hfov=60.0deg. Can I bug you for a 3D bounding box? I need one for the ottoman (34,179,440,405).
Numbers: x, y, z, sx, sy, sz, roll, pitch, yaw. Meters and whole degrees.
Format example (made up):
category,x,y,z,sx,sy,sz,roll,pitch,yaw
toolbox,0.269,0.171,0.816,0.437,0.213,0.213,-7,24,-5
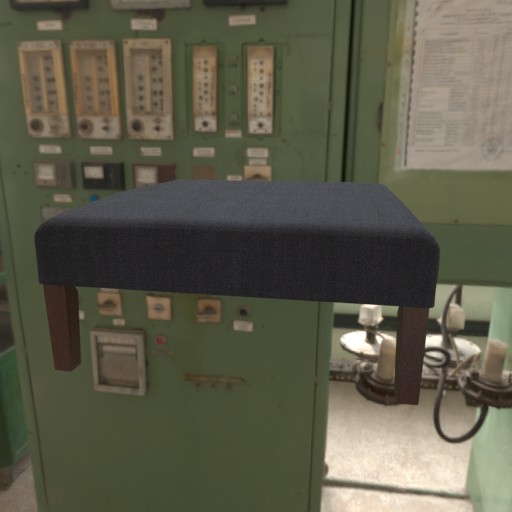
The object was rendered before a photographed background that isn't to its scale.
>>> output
category,x,y,z,sx,sy,sz,roll,pitch,yaw
ottoman,0.000,0.000,1.392,0.889,0.411,0.890,3,16,10
